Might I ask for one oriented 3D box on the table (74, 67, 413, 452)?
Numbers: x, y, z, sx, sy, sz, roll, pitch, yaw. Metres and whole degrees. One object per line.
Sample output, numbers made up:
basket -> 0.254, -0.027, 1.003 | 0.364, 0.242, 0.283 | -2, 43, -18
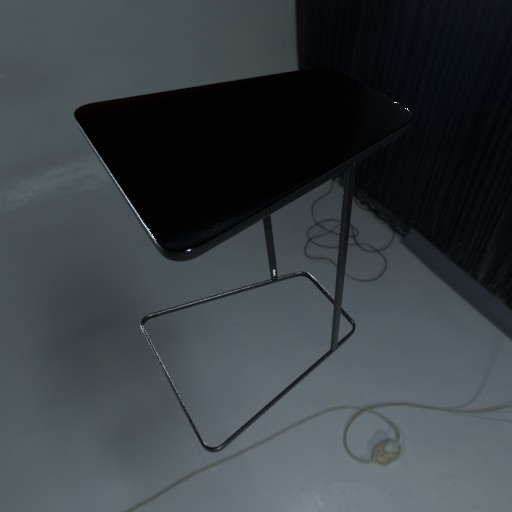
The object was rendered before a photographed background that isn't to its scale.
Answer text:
table -> 0.000, 0.000, 0.953 | 0.500, 0.624, 0.427 | -24, 50, -21
